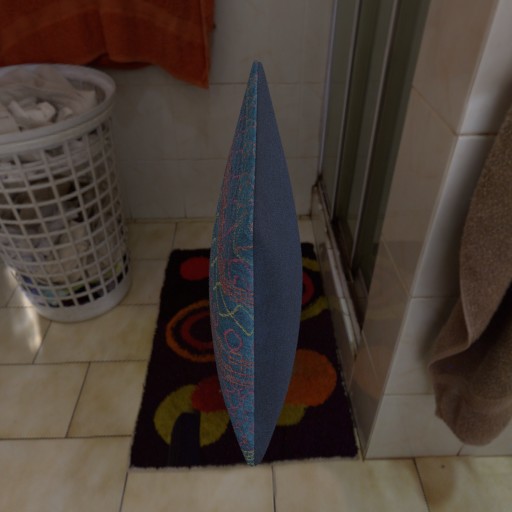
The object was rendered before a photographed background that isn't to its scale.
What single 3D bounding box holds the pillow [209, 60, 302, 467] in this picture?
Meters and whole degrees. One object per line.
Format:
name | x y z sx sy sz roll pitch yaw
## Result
pillow | 0.000 0.000 0.655 0.141 0.431 0.431 0 40 1
